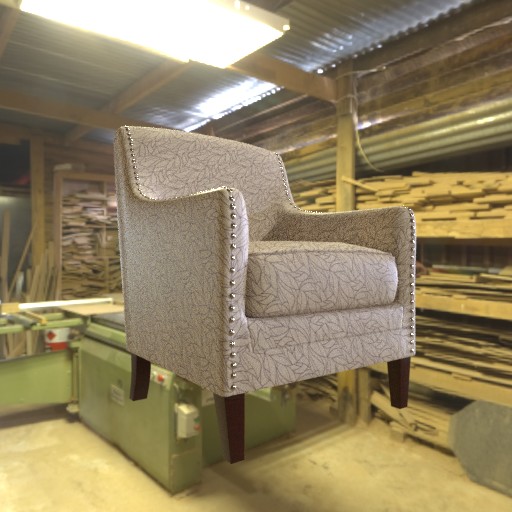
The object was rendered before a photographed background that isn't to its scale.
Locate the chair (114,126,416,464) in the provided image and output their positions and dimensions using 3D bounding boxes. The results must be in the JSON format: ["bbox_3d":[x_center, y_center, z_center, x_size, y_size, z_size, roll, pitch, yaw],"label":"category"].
[{"bbox_3d":[0.000,0.000,1.281,0.623,0.816,0.651,0,0,-36],"label":"chair"}]
